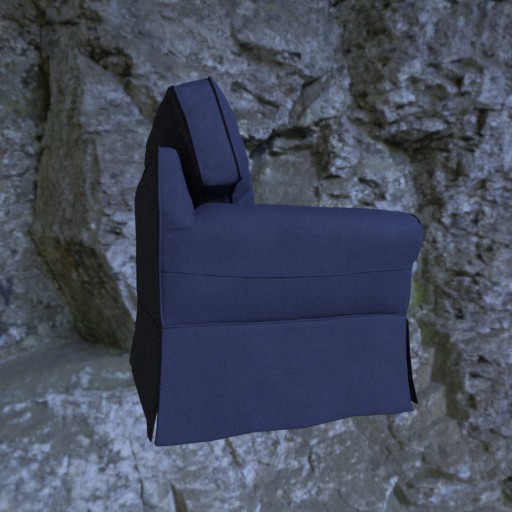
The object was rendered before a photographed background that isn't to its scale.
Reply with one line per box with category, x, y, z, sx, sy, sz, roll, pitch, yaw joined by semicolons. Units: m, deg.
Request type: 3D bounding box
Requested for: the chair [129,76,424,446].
chair;0.000;0.000;1.912;1.002;1.140;1.119;0;-1;-19
